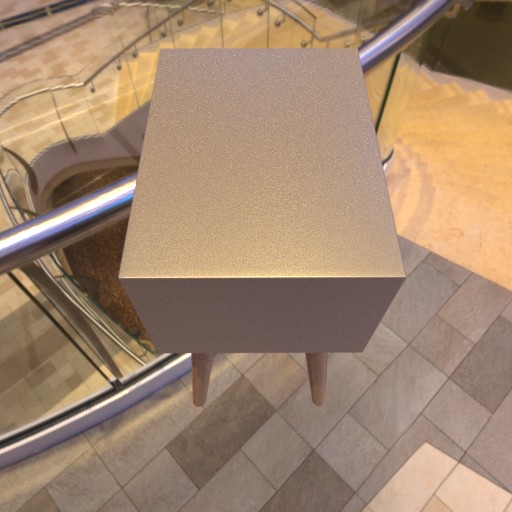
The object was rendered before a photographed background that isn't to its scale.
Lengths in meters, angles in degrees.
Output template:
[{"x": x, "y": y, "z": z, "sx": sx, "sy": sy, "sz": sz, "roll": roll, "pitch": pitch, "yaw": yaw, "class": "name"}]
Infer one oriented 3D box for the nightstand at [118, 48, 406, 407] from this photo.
[{"x": 0.000, "y": 0.000, "z": 0.738, "sx": 0.288, "sy": 0.508, "sz": 0.370, "roll": 0, "pitch": 58, "yaw": 0, "class": "nightstand"}]
